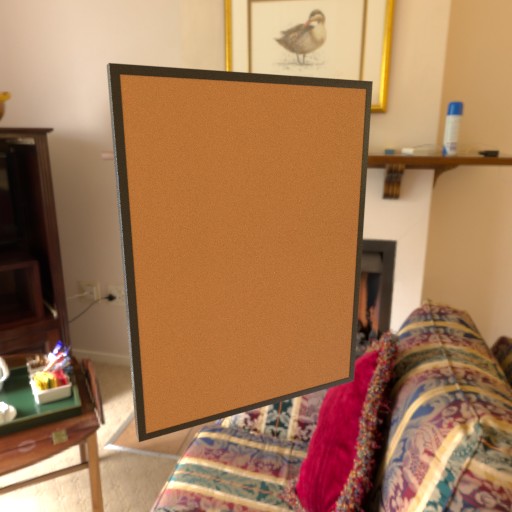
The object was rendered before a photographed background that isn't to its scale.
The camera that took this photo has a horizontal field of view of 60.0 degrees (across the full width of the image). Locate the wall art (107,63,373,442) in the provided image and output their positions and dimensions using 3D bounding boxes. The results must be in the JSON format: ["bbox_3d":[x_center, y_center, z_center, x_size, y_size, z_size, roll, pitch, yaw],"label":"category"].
[{"bbox_3d":[0.000,0.000,1.386,0.804,1.061,0.039,-7,16,-25],"label":"wall art"}]
